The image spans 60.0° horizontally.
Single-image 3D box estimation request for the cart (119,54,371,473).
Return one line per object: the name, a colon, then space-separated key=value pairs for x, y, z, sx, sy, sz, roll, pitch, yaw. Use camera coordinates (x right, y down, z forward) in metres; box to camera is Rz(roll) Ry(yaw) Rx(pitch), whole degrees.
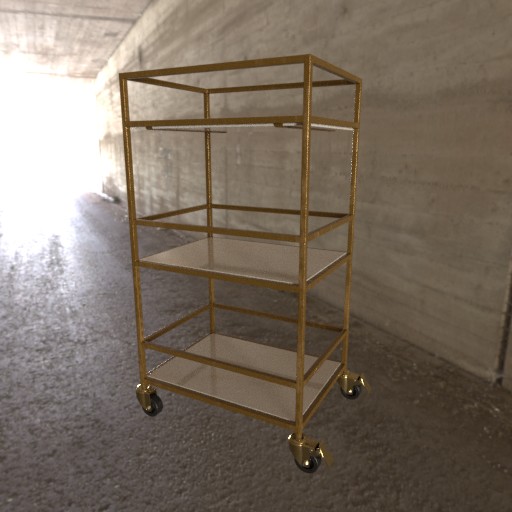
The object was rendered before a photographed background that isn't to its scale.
cart: x=0.000 y=0.000 z=0.996 sx=0.483 sy=0.761 sz=0.332 roll=7 pitch=16 yaw=27
